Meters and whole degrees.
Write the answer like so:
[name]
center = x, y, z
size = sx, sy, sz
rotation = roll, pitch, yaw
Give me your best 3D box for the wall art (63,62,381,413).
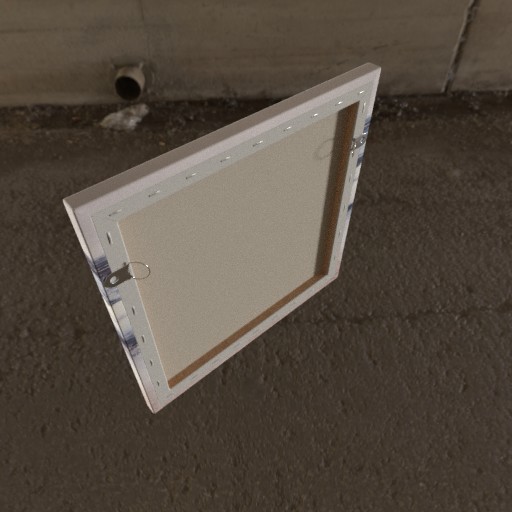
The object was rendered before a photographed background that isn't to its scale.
[wall art]
center = 0.000, 0.000, 1.122
size = 0.755, 0.747, 0.065
rotation = -33, 55, -26
